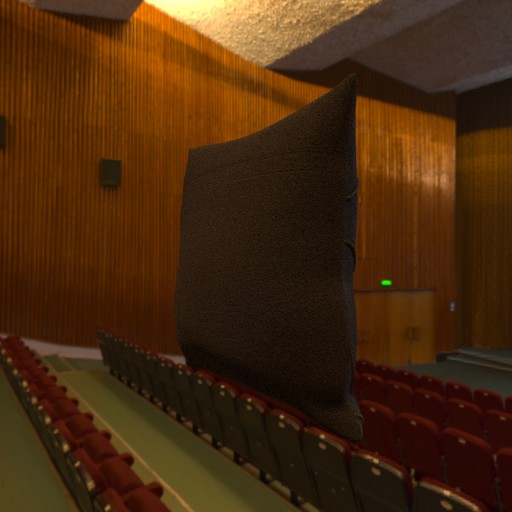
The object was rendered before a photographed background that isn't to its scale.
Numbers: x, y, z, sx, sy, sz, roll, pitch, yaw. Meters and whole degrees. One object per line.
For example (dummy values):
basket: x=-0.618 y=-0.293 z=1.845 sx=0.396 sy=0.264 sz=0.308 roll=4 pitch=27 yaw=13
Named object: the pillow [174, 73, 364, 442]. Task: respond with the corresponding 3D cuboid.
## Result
pillow: x=0.000 y=0.000 z=0.700 sx=0.183 sy=0.440 sz=0.439 roll=0 pitch=0 yaw=-36
